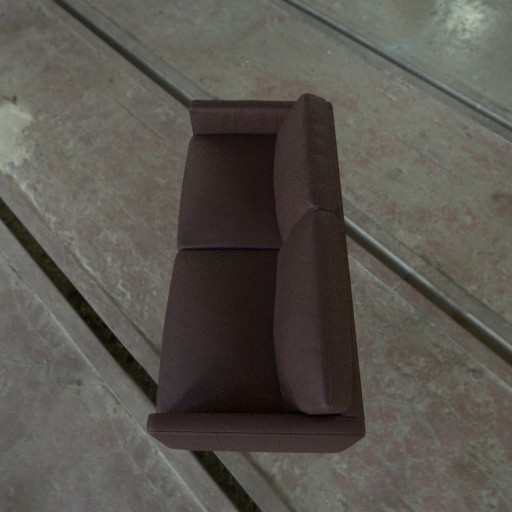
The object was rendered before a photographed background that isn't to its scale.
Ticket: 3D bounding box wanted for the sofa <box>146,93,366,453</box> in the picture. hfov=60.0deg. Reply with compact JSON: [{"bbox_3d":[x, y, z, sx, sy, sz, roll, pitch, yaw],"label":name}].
[{"bbox_3d":[0.000,0.000,2.471,0.923,0.863,1.971,1,60,0],"label":"sofa"}]
